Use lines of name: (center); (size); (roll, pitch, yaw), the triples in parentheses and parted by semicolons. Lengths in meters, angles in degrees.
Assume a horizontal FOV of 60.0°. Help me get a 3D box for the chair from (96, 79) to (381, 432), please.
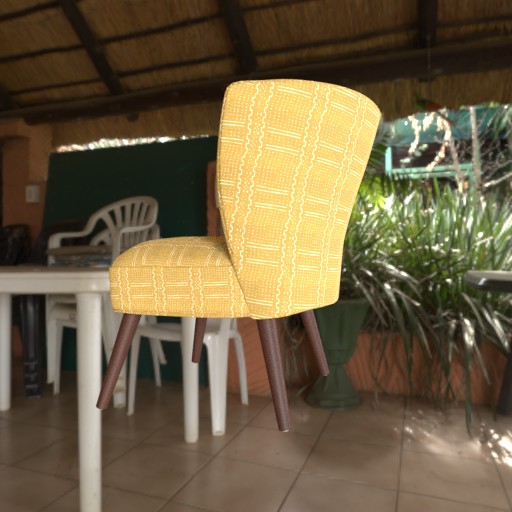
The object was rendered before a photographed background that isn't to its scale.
chair: (0.000, 0.000, 1.398); (0.758, 0.866, 0.706); (0, 0, 19)
